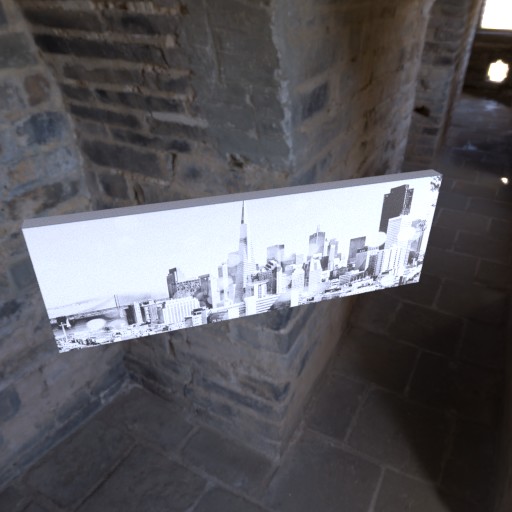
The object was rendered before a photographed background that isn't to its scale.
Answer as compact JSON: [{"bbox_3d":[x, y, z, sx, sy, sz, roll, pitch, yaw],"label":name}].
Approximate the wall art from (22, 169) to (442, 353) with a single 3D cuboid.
[{"bbox_3d":[0.000,0.000,0.859,0.766,0.256,0.036,-9,32,-15],"label":"wall art"}]
